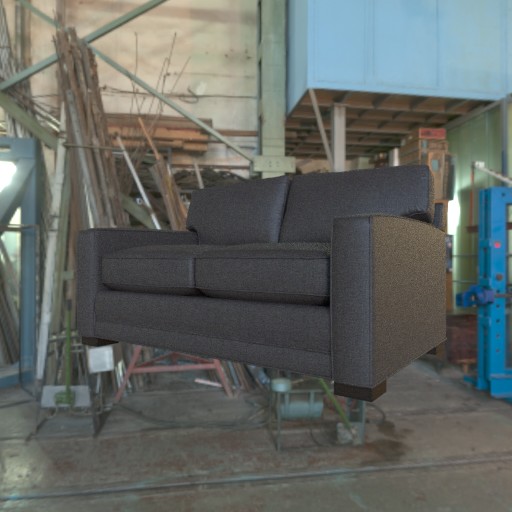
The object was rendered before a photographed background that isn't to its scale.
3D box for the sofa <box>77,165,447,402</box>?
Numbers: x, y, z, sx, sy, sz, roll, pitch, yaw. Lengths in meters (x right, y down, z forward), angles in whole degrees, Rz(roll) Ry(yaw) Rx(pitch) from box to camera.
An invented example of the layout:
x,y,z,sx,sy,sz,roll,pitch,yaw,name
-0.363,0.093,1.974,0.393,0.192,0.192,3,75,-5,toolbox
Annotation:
x,y,z,sx,sy,sz,roll,pitch,yaw,name
0.000,0.000,2.151,1.534,0.887,0.974,0,0,36,sofa
